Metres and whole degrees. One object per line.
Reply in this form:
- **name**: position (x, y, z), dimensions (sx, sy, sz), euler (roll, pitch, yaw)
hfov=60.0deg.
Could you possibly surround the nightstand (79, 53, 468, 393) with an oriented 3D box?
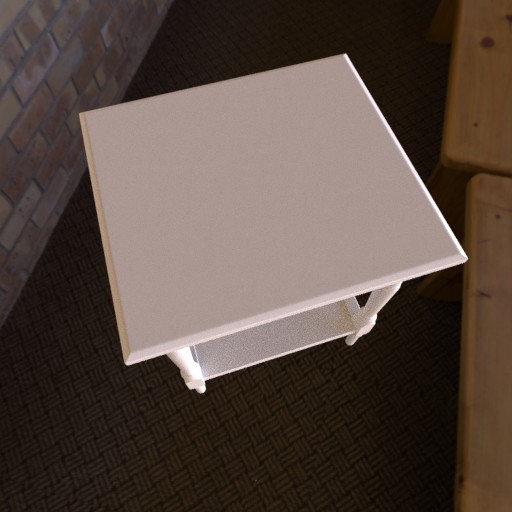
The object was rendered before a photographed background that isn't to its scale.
- **nightstand**: position (0.000, 0.000, 0.953), dimensions (0.505, 0.555, 0.459), euler (-16, 64, -8)
